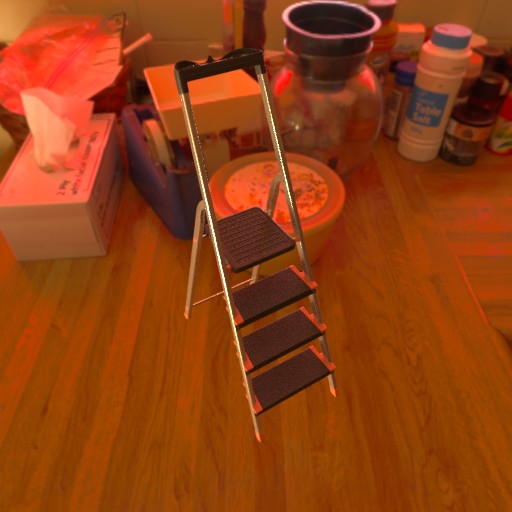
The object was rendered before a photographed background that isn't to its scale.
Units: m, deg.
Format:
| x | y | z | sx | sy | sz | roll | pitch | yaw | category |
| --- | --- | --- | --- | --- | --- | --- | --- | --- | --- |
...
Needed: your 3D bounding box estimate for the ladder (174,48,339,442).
| x | y | z | sx | sy | sz | roll | pitch | yaw | category |
| --- | --- | --- | --- | --- | --- | --- | --- | --- | --- |
| 0.000 | 0.000 | 1.819 | 0.452 | 1.429 | 0.834 | -23 | 49 | -21 | ladder |
